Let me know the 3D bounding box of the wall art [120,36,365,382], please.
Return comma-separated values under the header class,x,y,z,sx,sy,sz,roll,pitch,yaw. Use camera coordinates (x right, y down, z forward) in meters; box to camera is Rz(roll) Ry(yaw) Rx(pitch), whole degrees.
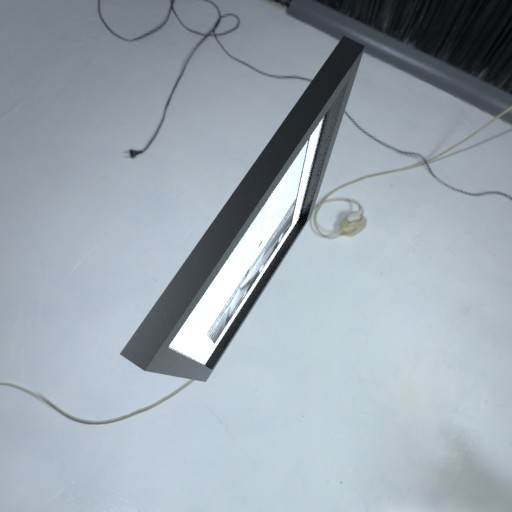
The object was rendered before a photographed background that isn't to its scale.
class,x,y,z,sx,sy,sz,roll,pitch,yaw
wall art,0.000,0.000,0.762,0.031,0.558,0.461,31,76,9
